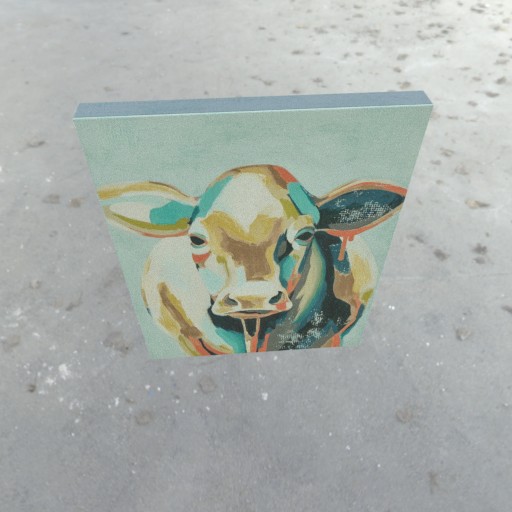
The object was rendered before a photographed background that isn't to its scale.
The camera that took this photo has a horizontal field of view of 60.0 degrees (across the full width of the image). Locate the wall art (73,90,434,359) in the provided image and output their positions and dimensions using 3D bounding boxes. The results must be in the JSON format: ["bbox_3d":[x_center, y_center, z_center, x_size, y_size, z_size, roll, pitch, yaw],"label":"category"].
[{"bbox_3d":[0.000,0.000,0.696,0.409,0.509,0.037,-3,46,-3],"label":"wall art"}]
